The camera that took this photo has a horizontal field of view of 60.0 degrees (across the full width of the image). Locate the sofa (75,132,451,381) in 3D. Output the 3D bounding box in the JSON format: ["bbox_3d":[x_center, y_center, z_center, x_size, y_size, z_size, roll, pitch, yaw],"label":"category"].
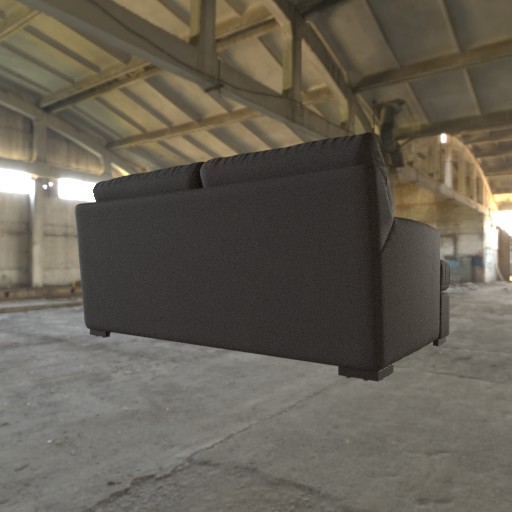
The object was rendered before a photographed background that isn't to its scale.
[{"bbox_3d":[0.000,0.000,2.496,1.880,0.940,1.143,-1,-1,36],"label":"sofa"}]
